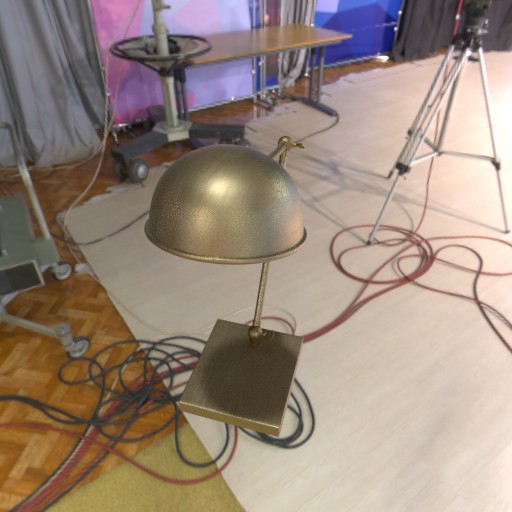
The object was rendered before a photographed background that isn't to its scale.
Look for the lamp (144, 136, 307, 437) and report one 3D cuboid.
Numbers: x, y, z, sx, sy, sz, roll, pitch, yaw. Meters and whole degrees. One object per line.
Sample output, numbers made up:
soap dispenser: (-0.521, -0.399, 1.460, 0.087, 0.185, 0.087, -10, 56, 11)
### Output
lamp: (0.000, 0.000, 0.553, 0.149, 0.371, 0.339, 10, 40, 12)
